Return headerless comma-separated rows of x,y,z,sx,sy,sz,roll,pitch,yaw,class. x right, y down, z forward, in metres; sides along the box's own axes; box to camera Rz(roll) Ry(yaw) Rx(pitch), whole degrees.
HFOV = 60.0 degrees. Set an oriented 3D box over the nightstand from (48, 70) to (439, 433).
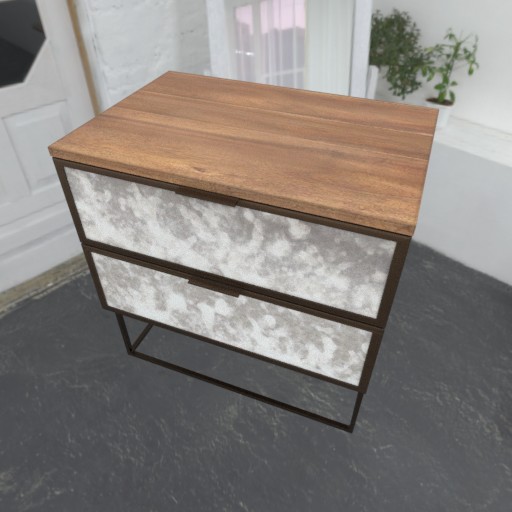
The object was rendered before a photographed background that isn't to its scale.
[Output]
0.000,0.000,1.001,0.605,0.611,0.427,14,43,16,nightstand
